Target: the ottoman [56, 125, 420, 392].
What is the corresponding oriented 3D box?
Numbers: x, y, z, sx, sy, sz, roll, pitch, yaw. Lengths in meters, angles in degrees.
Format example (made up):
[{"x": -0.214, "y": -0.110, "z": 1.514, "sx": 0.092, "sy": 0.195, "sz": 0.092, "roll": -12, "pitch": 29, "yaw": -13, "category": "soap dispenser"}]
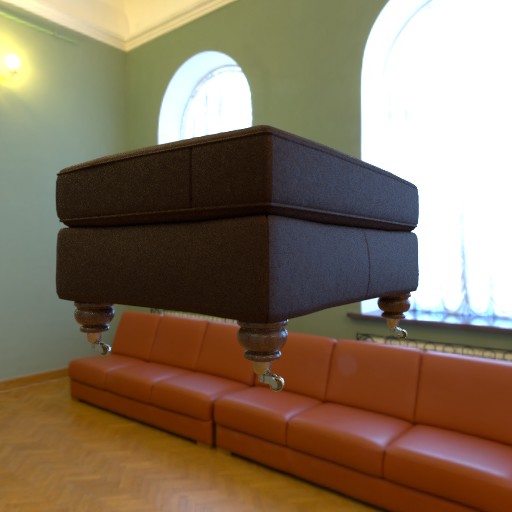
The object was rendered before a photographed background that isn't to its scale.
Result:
[{"x": 0.000, "y": 0.000, "z": 1.792, "sx": 0.967, "sy": 0.730, "sz": 1.187, "roll": 0, "pitch": 0, "yaw": 37, "category": "ottoman"}]
